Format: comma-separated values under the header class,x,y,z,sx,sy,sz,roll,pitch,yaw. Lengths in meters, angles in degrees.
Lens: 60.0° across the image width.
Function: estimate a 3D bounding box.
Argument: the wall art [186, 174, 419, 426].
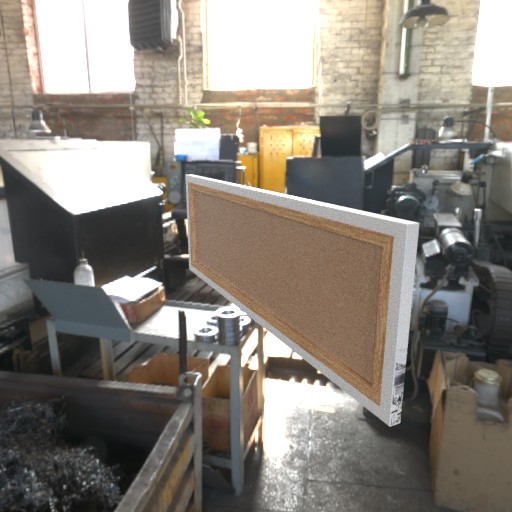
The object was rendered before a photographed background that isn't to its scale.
class,x,y,z,sx,sy,sz,roll,pitch,yaw
wall art,0.000,0.000,1.690,0.039,0.507,1.520,-7,17,-26
